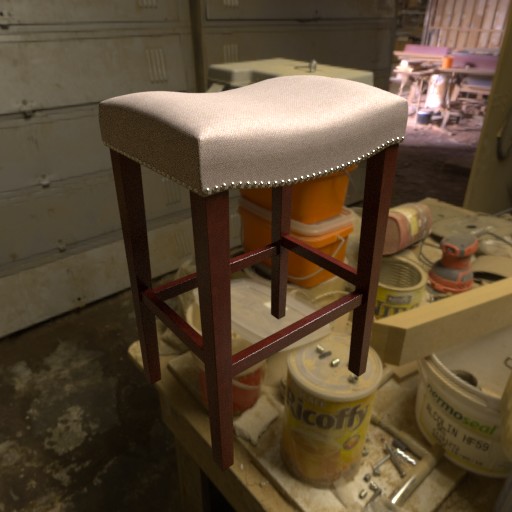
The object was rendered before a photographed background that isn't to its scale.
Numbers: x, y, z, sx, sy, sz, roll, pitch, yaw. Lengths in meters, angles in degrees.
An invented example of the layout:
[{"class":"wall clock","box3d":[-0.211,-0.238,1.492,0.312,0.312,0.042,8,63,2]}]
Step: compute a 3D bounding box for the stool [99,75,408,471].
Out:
[{"class":"stool","box3d":[0.000,0.000,1.027,0.504,0.742,0.372,-21,35,-33]}]
